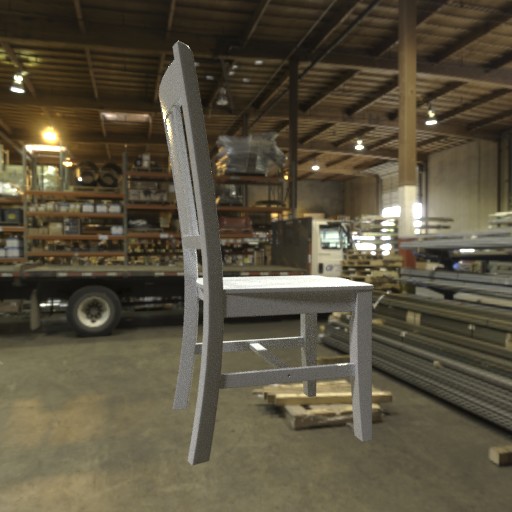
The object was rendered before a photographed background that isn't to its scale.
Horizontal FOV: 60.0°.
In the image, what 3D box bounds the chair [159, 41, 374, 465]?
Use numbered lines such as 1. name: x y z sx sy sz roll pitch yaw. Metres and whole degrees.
1. chair: 0.000 0.000 1.311 0.555 0.998 0.450 0 1 -17
